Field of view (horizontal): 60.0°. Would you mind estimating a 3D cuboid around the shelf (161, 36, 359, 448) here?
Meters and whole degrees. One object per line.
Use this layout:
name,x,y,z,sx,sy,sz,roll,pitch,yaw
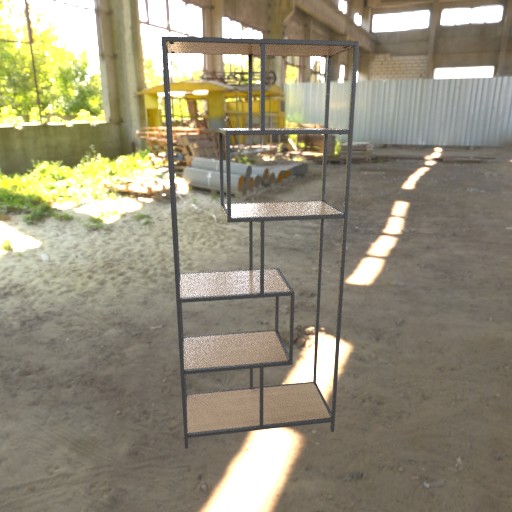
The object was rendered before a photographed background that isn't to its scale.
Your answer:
shelf,0.000,0.000,2.136,0.770,1.850,0.350,-3,18,-9
